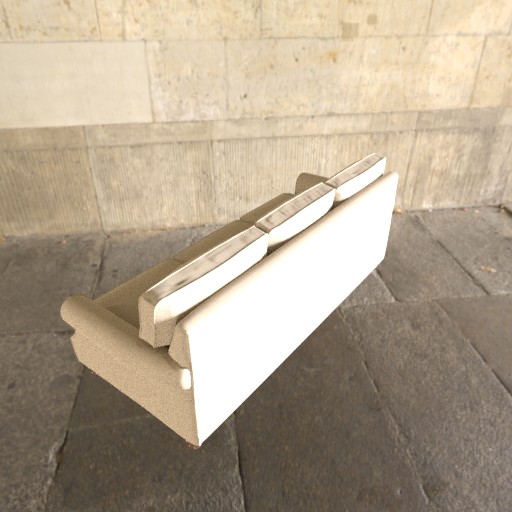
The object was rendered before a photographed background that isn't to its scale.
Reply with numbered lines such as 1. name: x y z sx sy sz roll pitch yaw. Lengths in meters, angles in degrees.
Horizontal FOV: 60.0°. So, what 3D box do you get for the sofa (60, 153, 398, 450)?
1. sofa: 0.000 0.000 2.881 0.966 0.948 2.354 22 38 31
